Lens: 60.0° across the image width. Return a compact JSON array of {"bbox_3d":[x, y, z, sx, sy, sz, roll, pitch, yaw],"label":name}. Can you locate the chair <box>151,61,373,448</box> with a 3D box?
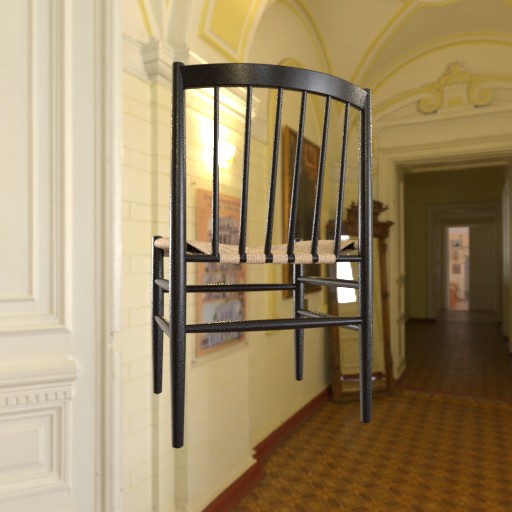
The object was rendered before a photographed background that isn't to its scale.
[{"bbox_3d":[0.000,0.000,1.168,0.495,0.818,0.516,0,-1,-18],"label":"chair"}]
